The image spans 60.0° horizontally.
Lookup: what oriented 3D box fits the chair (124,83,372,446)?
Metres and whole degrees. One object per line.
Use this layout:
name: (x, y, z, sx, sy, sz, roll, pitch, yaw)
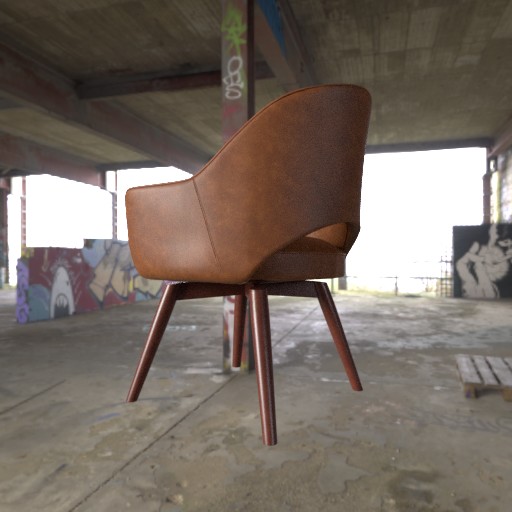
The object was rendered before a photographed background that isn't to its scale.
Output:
chair: (0.000, 0.000, 1.219, 0.640, 0.777, 0.591, 0, 0, 36)
